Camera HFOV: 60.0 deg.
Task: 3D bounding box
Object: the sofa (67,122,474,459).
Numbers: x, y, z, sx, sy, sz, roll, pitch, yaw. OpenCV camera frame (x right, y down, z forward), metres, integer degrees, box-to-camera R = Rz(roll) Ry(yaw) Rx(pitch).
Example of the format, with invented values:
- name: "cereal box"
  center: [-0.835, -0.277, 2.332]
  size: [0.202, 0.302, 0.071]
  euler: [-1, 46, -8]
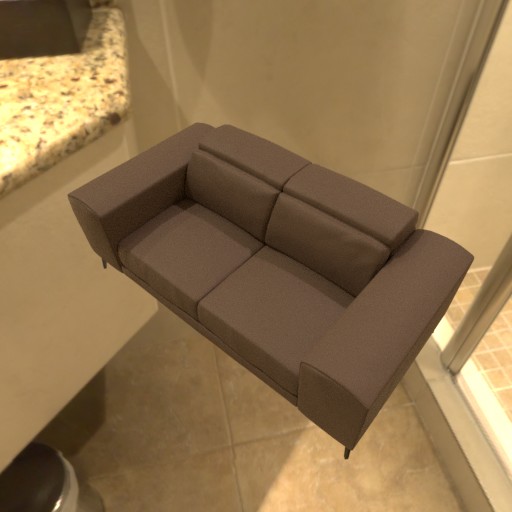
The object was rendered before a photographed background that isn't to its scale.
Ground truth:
- name: "sofa"
  center: [0.000, 0.000, 2.403]
  size: [1.895, 0.779, 1.003]
  euler: [32, 54, 26]
